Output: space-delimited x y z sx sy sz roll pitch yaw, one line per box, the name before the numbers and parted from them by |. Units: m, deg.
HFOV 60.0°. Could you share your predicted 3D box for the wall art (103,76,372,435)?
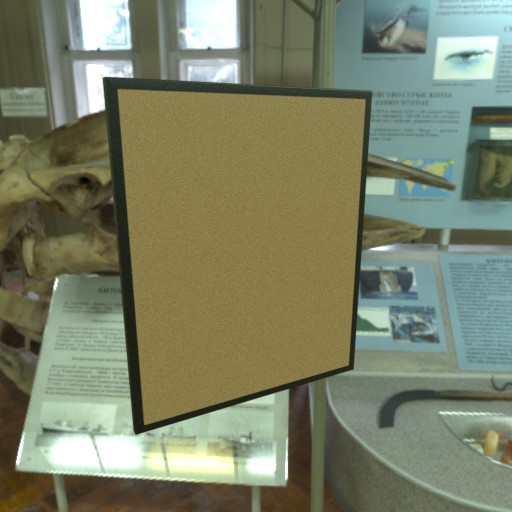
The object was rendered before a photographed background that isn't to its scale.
wall art | 0.000 0.000 0.805 0.481 0.582 0.018 -8 18 -26
